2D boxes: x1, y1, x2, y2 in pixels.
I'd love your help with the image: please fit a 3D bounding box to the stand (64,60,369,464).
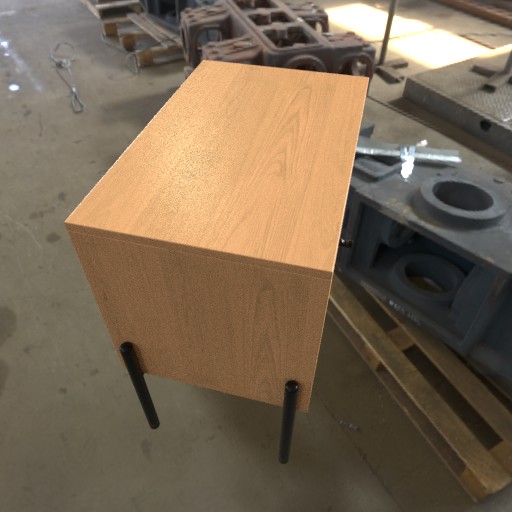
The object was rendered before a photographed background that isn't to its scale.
[{"bbox_3d":[0.000,0.000,0.990,0.400,0.600,0.630,10,46,10],"label":"stand"}]
